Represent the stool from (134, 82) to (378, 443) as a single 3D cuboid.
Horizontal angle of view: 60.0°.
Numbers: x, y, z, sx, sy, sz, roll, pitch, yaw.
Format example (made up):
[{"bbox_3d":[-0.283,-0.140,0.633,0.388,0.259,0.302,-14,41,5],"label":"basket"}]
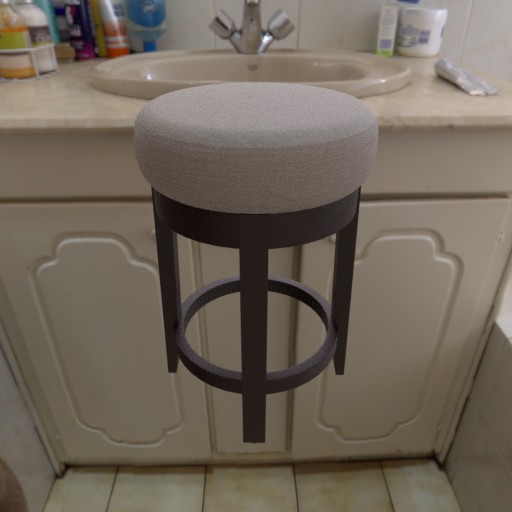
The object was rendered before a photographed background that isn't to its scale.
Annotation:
[{"bbox_3d":[0.000,0.000,0.962,0.443,0.672,0.443,0,31,0],"label":"stool"}]
